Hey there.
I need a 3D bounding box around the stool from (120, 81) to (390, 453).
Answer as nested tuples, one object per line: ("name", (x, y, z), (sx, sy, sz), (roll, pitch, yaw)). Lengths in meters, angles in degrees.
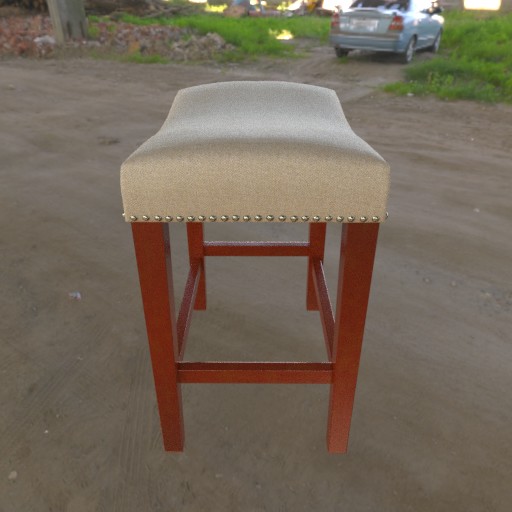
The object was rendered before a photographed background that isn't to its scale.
("stool", (0.000, 0.000, 0.945), (0.375, 0.632, 0.509), (0, 31, 0))
